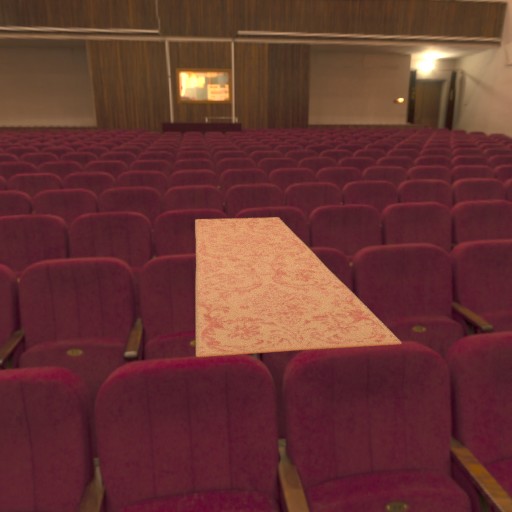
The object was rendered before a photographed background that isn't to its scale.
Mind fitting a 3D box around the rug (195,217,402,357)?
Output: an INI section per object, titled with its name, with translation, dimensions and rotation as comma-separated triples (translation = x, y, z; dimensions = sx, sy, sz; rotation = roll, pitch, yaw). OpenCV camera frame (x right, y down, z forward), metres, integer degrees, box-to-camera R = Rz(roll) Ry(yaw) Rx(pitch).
[rug]
translation = 0.000, 0.000, 2.438
dimensions = 0.662, 0.011, 2.196
rotation = -2, 16, -7
